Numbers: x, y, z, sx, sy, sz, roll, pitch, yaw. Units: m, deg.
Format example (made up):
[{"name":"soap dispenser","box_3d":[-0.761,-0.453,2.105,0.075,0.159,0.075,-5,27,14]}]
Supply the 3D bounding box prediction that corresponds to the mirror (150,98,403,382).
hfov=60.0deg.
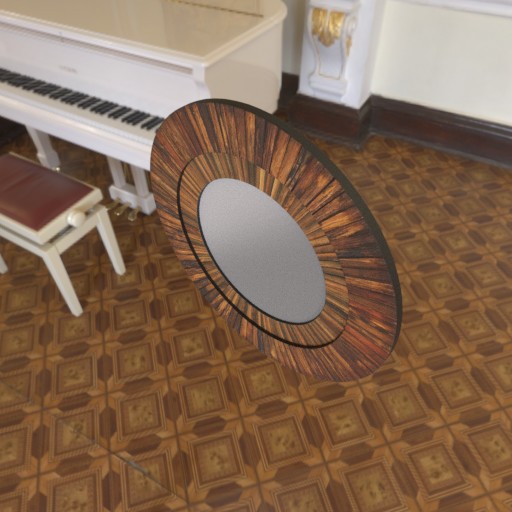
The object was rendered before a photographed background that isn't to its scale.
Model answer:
[{"name":"mirror","box_3d":[0.000,0.000,1.532,1.077,1.077,0.036,33,54,28]}]
